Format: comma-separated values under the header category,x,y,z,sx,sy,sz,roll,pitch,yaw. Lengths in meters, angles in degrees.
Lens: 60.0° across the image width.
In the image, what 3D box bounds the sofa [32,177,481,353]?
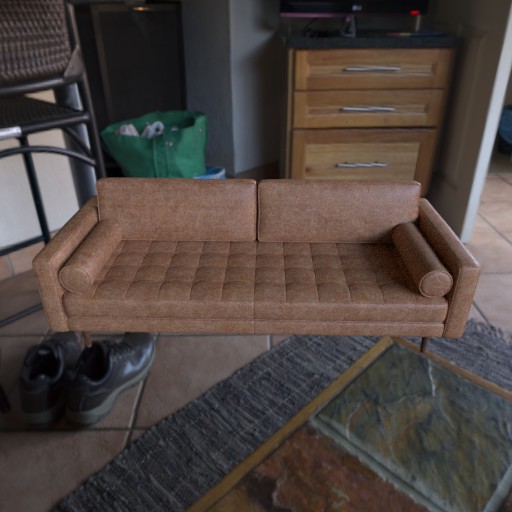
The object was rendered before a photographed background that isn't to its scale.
category,x,y,z,sx,sy,sz,roll,pitch,yaw
sofa,0.000,0.000,2.600,2.200,0.770,0.919,1,29,1
